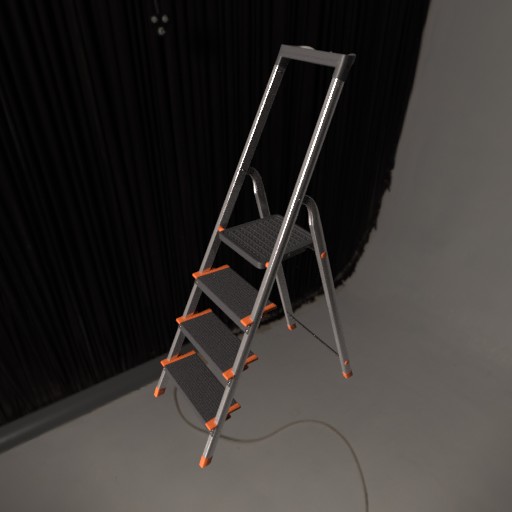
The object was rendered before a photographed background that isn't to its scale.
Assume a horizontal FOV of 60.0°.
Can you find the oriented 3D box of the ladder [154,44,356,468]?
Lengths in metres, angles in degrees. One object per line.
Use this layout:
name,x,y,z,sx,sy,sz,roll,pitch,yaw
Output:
ladder,0.000,0.000,1.713,0.834,1.429,0.452,-21,37,-29
